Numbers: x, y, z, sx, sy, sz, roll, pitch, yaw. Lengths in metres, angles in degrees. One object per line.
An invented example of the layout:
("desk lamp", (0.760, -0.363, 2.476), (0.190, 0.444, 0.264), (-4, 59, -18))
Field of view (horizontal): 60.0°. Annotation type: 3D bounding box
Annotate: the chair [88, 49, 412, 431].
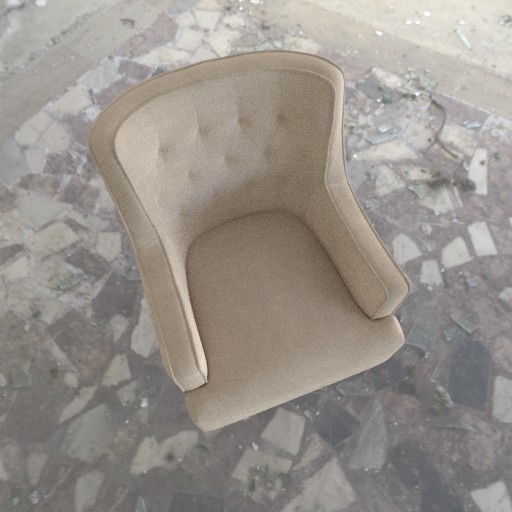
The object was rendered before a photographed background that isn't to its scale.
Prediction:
("chair", (0.000, 0.000, 1.528), (0.781, 0.920, 0.910), (-19, 65, -9))
